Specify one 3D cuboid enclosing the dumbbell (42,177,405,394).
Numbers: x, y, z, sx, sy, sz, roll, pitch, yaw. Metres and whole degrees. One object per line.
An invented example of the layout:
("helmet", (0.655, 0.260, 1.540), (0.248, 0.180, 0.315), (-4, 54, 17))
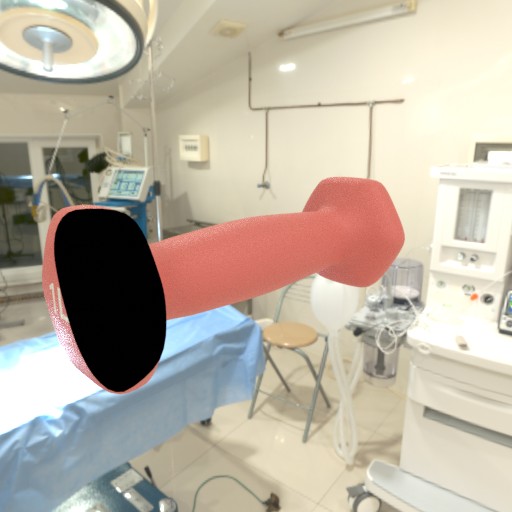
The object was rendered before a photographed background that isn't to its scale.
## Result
("dumbbell", (0.000, 0.000, 0.142), (0.047, 0.043, 0.123), (15, 21, 43))
